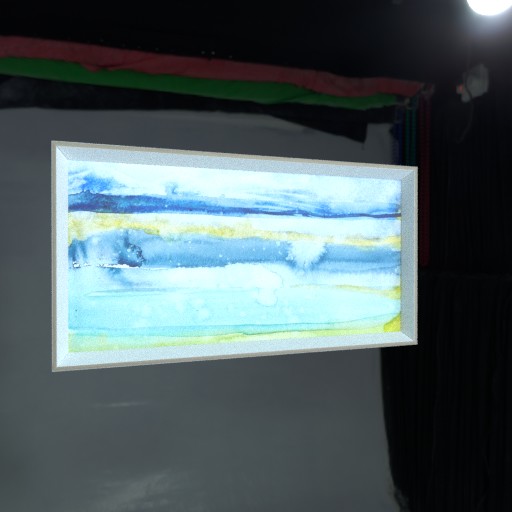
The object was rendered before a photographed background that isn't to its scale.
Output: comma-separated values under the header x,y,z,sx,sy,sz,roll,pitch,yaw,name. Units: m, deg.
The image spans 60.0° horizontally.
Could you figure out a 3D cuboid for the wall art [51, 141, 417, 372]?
x,y,z,sx,sy,sz,roll,pitch,yaw,name
0.000,0.000,0.969,0.812,0.431,0.038,0,0,-18,wall art
